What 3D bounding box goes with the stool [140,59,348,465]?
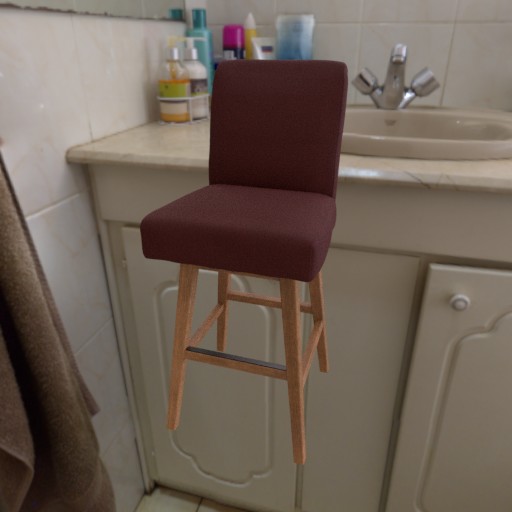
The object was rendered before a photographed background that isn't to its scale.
[{"bbox_3d":[0.000,0.000,1.362,0.468,1.093,0.562,8,26,16],"label":"stool"}]
